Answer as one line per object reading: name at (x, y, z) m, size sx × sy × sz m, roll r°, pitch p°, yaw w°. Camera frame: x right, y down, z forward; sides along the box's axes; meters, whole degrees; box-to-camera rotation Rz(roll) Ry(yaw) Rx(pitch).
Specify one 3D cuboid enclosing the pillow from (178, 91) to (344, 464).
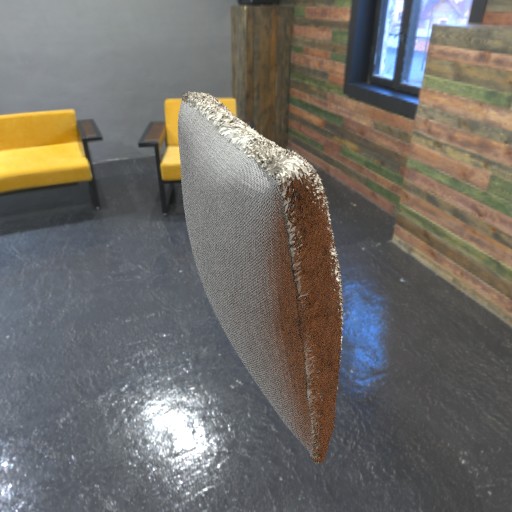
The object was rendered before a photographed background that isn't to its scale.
pillow at (0.000, 0.000, 0.801) m, size 0.218 × 0.515 × 0.529 m, roll -11°, pitch 32°, yaw -18°
